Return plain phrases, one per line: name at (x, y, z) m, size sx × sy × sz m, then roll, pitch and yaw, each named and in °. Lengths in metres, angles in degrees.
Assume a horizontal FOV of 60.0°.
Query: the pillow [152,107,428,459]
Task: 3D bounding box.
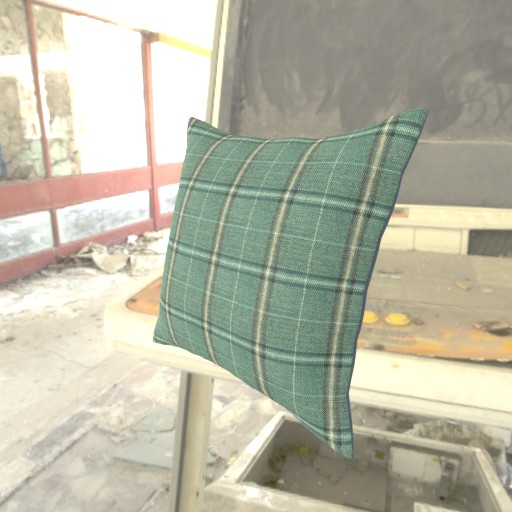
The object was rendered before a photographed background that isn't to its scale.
pillow at (0.000, 0.000, 0.692) m, size 0.453 × 0.430 × 0.200 m, roll 15°, pitch 22°, yaw 42°
